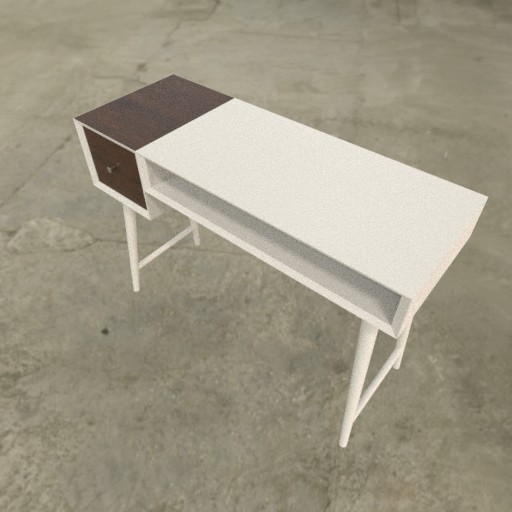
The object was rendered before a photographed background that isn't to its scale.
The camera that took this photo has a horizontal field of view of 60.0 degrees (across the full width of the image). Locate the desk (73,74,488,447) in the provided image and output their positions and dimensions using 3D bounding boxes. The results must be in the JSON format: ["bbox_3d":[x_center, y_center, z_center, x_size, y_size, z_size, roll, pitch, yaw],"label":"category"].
[{"bbox_3d":[0.000,0.000,1.432,1.069,0.761,0.409,30,53,27],"label":"desk"}]
